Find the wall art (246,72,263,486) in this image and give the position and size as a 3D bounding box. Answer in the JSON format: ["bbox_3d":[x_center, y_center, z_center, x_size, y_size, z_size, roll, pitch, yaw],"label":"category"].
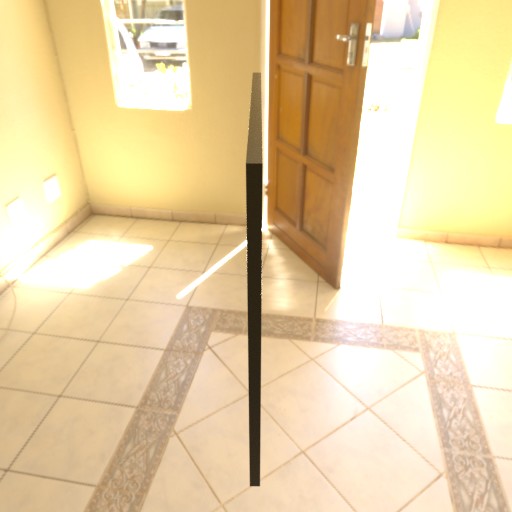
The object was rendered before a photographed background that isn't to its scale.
[{"bbox_3d":[0.000,0.000,0.663,0.014,0.445,0.446,0,31,0],"label":"wall art"}]
